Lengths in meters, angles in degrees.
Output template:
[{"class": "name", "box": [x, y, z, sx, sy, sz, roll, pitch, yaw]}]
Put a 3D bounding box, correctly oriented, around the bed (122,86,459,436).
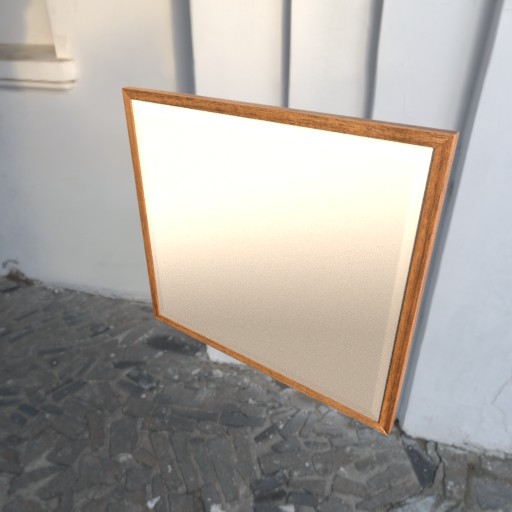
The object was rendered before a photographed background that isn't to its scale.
[{"class": "bed", "box": [0.000, 0.000, 1.432, 1.041, 0.940, 0.043, 19, 35, 30]}]
